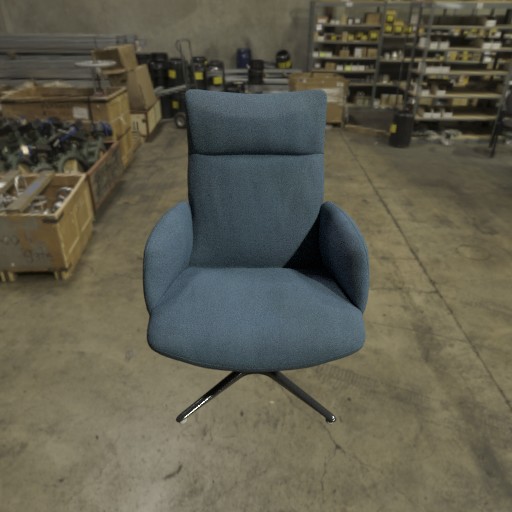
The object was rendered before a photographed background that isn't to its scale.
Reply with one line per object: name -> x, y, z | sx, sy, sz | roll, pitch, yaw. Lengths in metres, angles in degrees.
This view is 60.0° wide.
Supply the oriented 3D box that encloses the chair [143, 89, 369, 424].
chair -> 0.000, 0.000, 1.592 | 0.711, 1.016, 0.889 | 0, 30, 0
